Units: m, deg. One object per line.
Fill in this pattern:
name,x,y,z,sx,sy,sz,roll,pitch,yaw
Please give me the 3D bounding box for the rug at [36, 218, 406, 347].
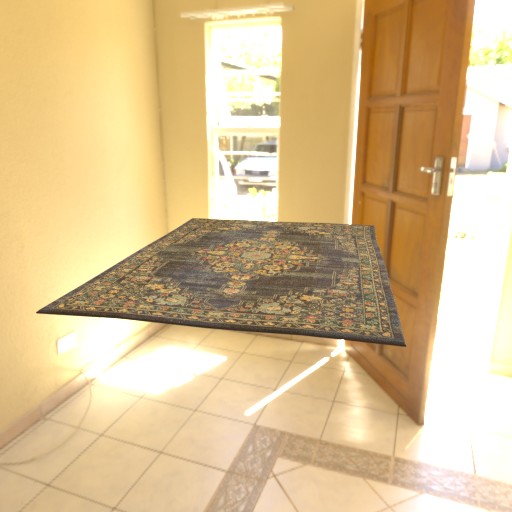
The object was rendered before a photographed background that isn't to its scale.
rug,0.000,0.000,4.813,2.716,0.035,3.612,3,17,11
